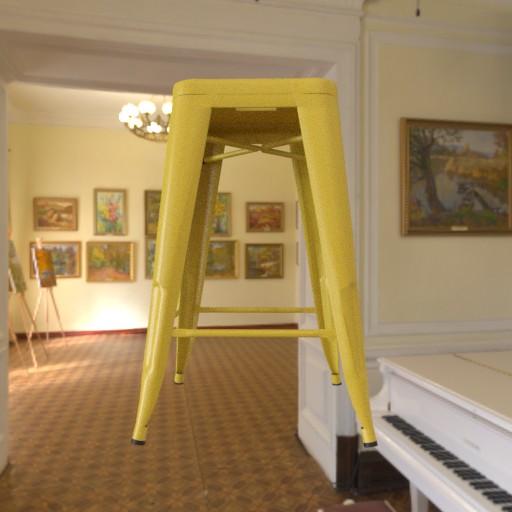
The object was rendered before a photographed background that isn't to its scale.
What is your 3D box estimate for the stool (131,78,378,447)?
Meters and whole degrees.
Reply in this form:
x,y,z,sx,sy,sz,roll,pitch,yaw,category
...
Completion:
x,y,z,sx,sy,sz,roll,pitch,yaw,category
0.000,0.000,0.880,0.399,0.609,0.359,0,0,1,stool
